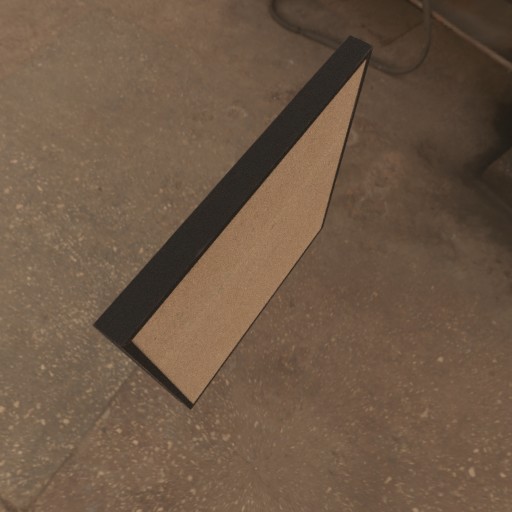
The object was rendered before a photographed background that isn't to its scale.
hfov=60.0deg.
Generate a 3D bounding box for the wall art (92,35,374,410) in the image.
[{"bbox_3d":[0.000,0.000,0.750,0.038,0.508,0.508,32,69,14],"label":"wall art"}]
